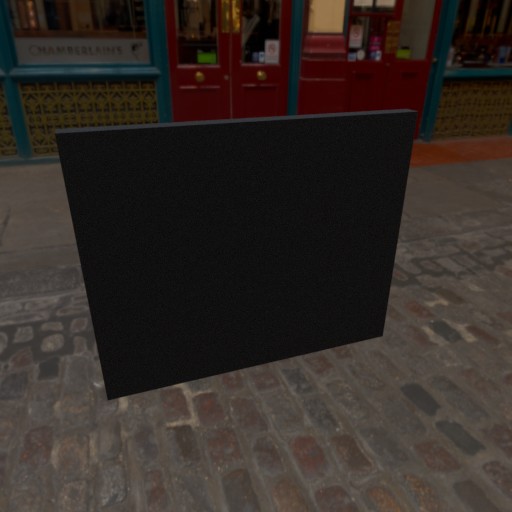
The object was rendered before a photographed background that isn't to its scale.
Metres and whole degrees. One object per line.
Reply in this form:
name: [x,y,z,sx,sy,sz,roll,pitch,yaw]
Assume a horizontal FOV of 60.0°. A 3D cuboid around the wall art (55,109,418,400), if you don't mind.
wall art: [0.000,0.000,0.766,0.558,0.457,0.031,-9,28,-17]
